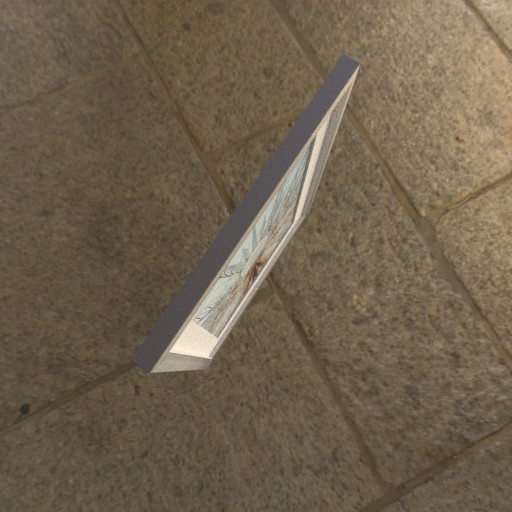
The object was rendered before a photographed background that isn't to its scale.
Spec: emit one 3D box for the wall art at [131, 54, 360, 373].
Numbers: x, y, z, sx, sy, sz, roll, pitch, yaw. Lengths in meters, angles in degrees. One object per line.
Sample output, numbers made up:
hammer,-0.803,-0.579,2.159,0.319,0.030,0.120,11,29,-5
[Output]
wall art,0.000,0.000,0.794,0.029,0.558,0.458,32,78,7
